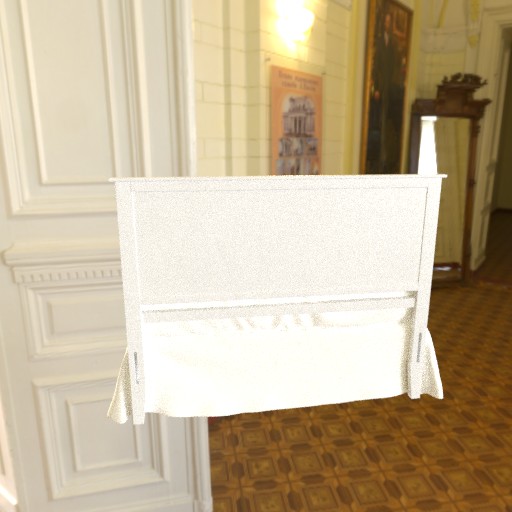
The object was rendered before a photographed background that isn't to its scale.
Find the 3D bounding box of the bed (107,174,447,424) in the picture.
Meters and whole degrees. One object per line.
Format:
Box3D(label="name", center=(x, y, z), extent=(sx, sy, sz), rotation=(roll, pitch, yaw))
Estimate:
Box3D(label="bed", center=(0.000, 0.000, 3.207), extent=(1.876, 1.269, 2.047), rotation=(-2, 14, -9))
